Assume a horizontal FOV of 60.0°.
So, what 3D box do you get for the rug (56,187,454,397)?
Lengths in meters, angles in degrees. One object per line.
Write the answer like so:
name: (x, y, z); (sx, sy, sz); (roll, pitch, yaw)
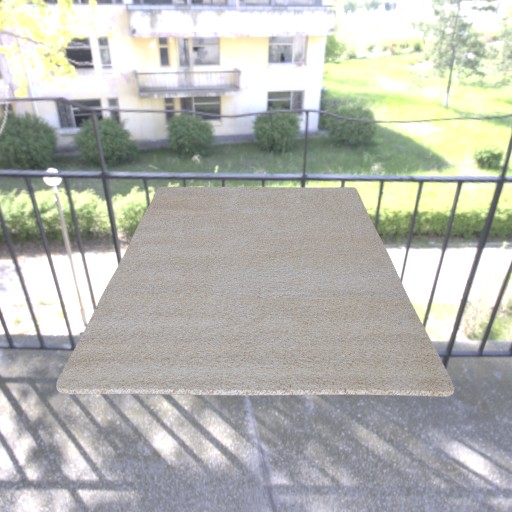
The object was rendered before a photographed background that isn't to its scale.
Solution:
rug: (0.000, 0.000, 2.005); (1.199, 0.025, 1.600); (0, 31, 0)
